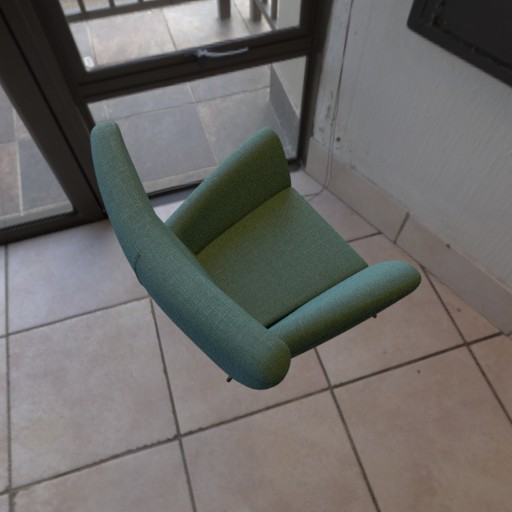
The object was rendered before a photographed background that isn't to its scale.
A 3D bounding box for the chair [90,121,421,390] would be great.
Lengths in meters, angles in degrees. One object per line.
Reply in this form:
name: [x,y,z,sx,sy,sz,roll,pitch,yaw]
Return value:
chair: [0.000,0.000,1.765,0.900,0.980,1.050,-32,65,-17]
